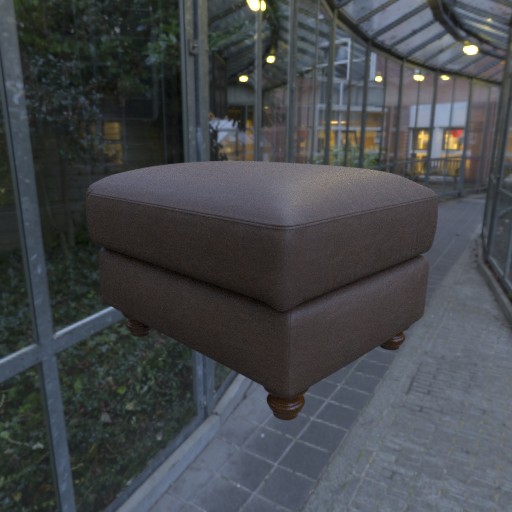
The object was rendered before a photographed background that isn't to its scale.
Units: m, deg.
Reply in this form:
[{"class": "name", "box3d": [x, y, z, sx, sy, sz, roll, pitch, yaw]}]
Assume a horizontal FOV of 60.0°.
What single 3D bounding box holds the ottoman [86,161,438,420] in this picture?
[{"class": "ottoman", "box3d": [0.000, 0.000, 1.230, 0.787, 0.508, 0.635, 14, 20, 43]}]
